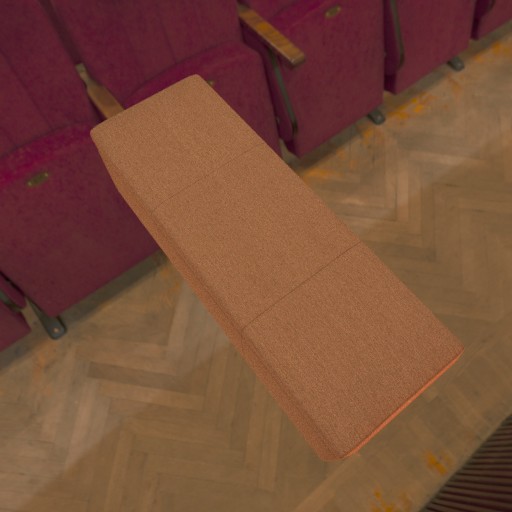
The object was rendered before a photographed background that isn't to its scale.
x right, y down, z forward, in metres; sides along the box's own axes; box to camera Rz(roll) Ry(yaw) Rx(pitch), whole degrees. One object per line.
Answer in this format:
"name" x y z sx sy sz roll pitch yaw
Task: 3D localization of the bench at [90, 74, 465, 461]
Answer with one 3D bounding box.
"bench" 0.000 0.000 1.485 0.446 0.438 1.269 -35 69 -15
